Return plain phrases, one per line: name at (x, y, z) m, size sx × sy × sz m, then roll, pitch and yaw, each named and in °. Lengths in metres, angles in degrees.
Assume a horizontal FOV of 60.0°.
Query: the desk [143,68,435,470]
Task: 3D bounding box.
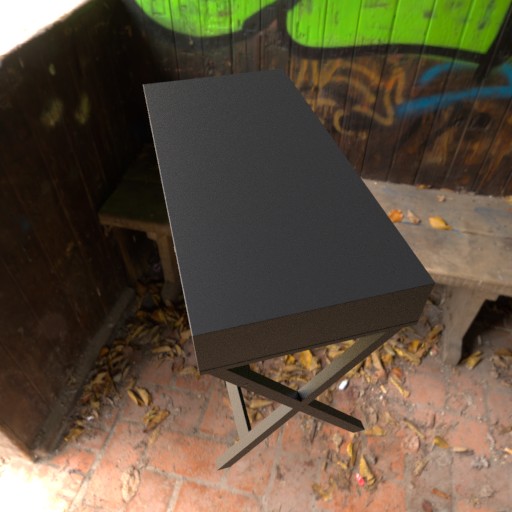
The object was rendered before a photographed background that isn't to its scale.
desk at (0.000, 0.000, 1.503) m, size 0.525 × 0.780 × 1.057 m, roll -11°, pitch 47°, yaw -10°
